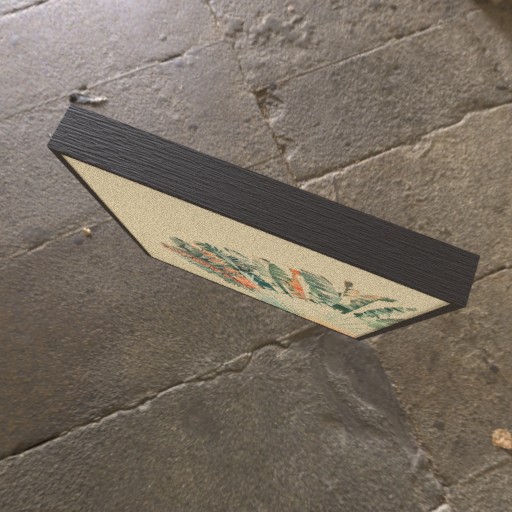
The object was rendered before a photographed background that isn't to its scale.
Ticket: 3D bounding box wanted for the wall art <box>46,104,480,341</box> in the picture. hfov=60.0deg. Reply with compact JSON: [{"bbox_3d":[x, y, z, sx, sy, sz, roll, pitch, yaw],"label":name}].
[{"bbox_3d":[0.000,0.000,0.445,0.302,0.300,0.036,21,76,6],"label":"wall art"}]
